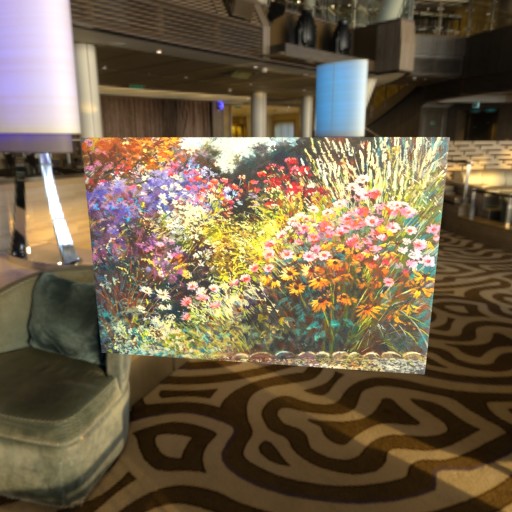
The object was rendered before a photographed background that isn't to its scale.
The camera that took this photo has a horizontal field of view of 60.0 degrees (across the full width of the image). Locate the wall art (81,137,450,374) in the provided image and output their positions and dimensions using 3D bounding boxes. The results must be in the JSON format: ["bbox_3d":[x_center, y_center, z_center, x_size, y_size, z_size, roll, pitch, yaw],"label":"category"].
[{"bbox_3d":[0.000,0.000,1.471,1.136,0.760,0.042,2,15,8],"label":"wall art"}]
